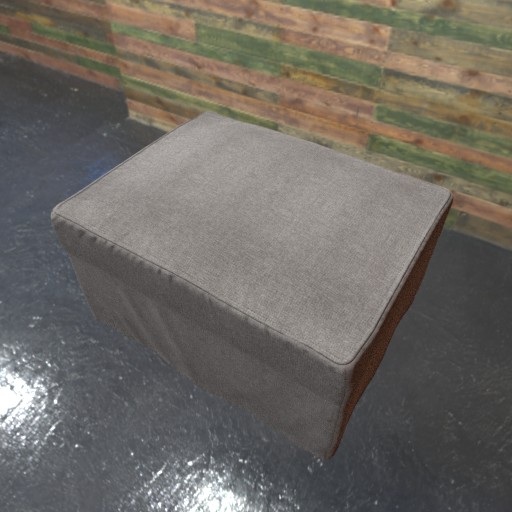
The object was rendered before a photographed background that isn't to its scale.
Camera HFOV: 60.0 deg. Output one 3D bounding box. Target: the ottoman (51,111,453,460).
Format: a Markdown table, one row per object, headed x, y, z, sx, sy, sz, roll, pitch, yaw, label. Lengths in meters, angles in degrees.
| x | y | z | sx | sy | sz | roll | pitch | yaw | label |
| --- | --- | --- | --- | --- | --- | --- | --- | --- | --- |
| 0.000 | 0.000 | 1.253 | 0.833 | 0.492 | 0.652 | 25 | 50 | 23 | ottoman |
